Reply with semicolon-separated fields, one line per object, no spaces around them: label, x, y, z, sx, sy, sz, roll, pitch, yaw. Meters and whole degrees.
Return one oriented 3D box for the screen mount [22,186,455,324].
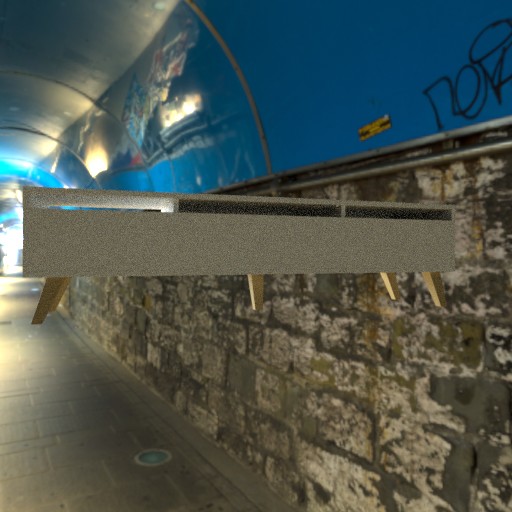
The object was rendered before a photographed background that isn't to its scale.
screen mount;0.000;0.000;1.810;1.644;0.432;0.399;0;0;-18
